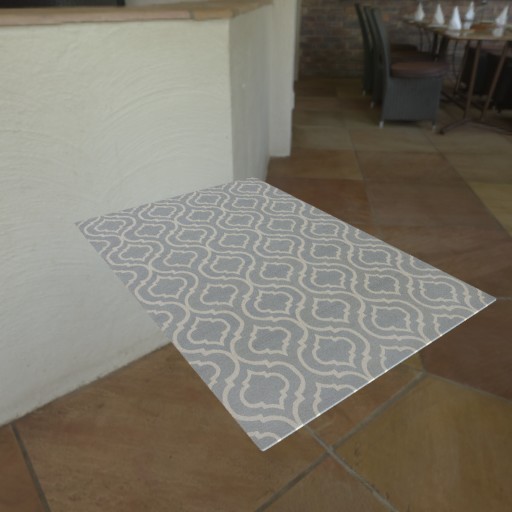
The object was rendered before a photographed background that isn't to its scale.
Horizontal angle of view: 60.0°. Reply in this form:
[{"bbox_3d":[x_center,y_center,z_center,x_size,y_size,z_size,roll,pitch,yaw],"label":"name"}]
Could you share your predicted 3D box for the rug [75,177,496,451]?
[{"bbox_3d":[0.000,0.000,2.560,1.451,0.010,2.080,-20,36,-30],"label":"rug"}]
